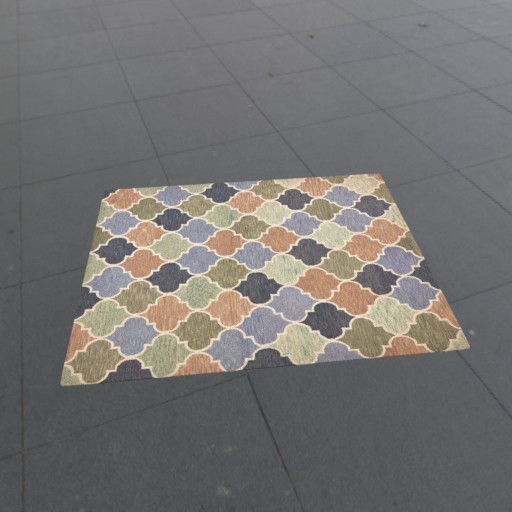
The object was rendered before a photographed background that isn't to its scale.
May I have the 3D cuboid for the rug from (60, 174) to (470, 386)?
[{"bbox_3d":[0.000,0.000,4.278,3.200,0.013,2.439,-4,45,-4],"label":"rug"}]
